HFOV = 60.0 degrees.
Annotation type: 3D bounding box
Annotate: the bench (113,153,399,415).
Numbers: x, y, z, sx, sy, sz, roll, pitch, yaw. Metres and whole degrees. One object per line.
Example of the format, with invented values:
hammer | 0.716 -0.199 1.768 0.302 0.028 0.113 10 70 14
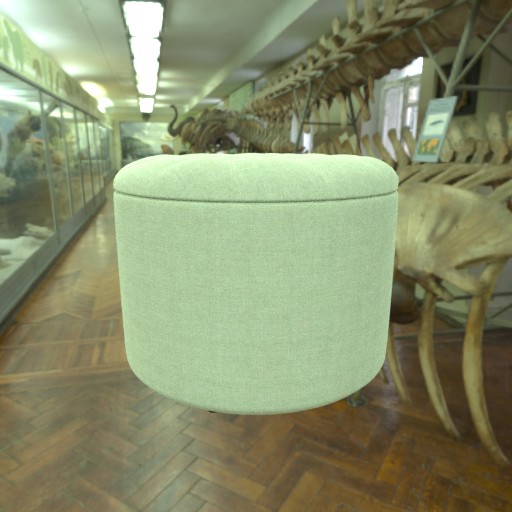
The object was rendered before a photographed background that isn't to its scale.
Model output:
bench | 0.000 0.000 1.010 0.600 0.453 0.600 0 14 0
